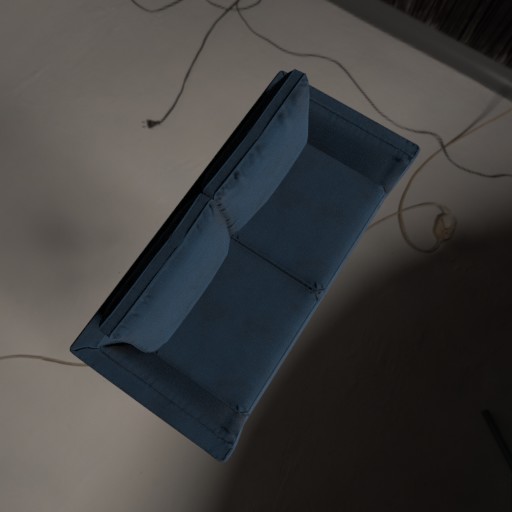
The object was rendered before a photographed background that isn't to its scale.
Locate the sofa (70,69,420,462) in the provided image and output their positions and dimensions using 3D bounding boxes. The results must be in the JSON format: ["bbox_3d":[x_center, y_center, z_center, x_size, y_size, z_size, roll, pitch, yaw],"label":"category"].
[{"bbox_3d":[0.000,0.000,2.337,0.853,1.002,1.770,33,77,8],"label":"sofa"}]
